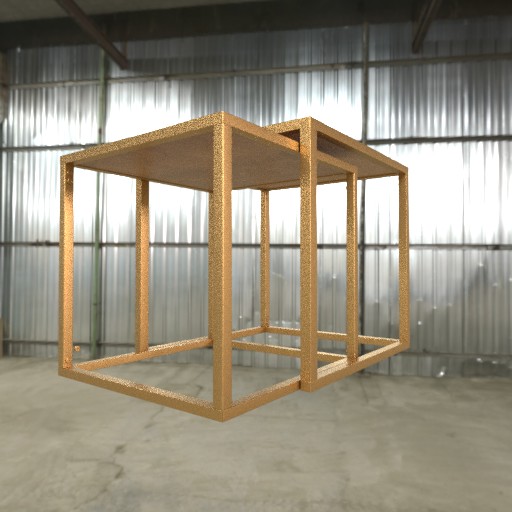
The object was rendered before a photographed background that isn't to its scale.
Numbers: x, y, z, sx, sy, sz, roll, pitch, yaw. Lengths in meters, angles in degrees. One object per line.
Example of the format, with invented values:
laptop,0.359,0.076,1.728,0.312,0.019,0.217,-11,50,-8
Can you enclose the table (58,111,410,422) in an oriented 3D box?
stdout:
table,0.000,0.000,1.089,0.505,0.505,0.762,-1,-1,37
